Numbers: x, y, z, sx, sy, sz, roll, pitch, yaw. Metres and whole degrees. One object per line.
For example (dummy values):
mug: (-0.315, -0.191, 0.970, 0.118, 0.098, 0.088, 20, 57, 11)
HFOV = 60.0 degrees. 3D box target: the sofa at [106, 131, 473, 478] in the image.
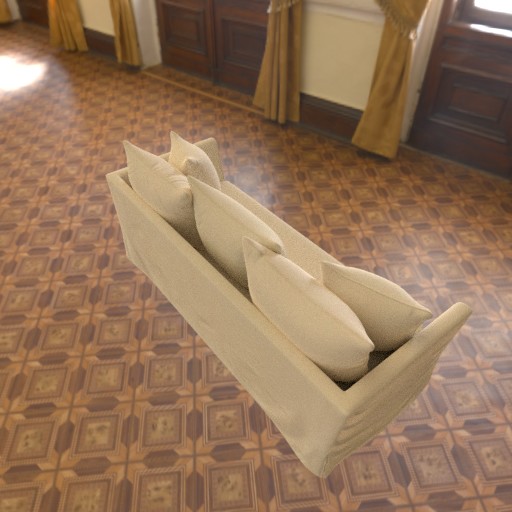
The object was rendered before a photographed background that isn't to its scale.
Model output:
sofa: (0.000, 0.000, 2.991, 1.030, 1.042, 2.484, -28, 49, -27)
